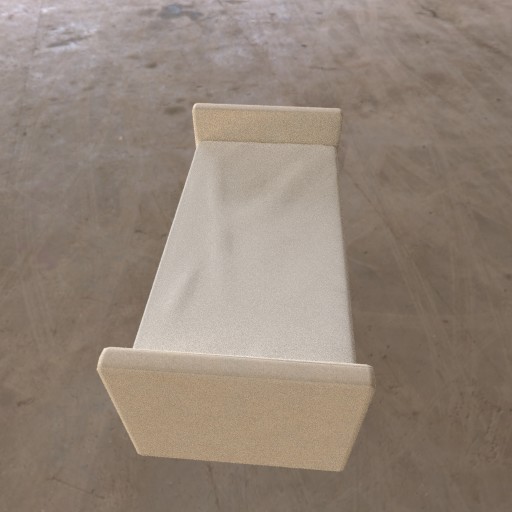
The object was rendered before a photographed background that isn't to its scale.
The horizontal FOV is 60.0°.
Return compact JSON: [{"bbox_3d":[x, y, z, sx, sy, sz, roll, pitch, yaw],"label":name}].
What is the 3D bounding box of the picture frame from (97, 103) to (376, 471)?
[{"bbox_3d":[0.000,0.000,2.721,1.069,0.891,2.161,3,46,3],"label":"picture frame"}]
